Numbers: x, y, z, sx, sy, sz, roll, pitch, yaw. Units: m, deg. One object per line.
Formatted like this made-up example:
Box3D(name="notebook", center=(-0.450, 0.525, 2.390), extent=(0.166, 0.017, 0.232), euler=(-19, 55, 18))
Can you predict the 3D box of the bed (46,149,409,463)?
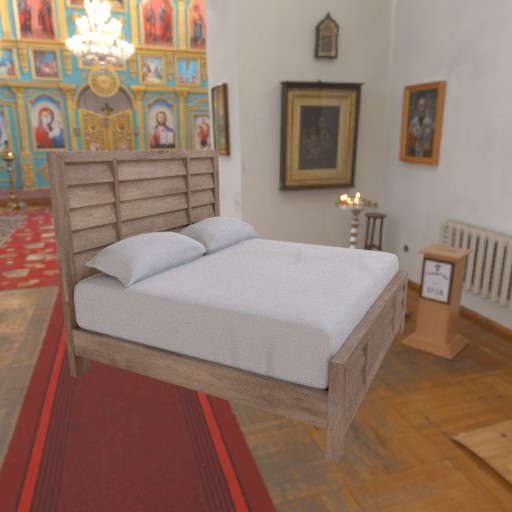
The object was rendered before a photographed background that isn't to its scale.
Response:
Box3D(name="bed", center=(0.000, 0.000, 3.519), extent=(2.062, 1.626, 2.032), euler=(7, 15, 27))
